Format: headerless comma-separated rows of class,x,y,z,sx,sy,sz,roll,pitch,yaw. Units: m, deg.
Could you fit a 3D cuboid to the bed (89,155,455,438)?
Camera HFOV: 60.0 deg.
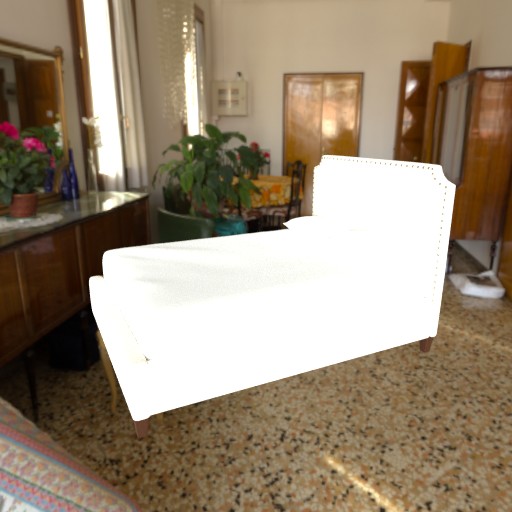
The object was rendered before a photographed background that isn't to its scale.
bed,0.000,0.000,3.511,2.365,1.443,1.712,-8,18,-26
